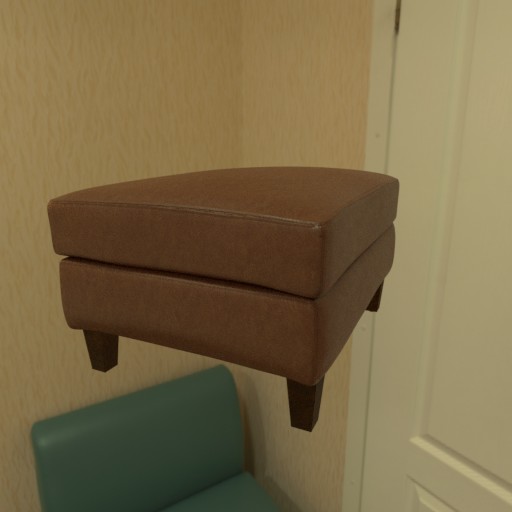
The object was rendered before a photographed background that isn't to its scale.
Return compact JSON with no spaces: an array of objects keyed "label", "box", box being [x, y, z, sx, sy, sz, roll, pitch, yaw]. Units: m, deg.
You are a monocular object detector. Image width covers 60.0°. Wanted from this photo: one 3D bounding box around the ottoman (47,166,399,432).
[{"label":"ottoman","box":[0.000,0.000,1.237,0.650,0.485,0.851,7,17,24]}]
